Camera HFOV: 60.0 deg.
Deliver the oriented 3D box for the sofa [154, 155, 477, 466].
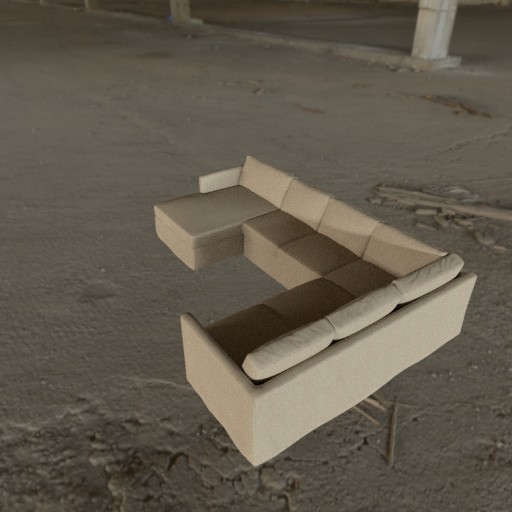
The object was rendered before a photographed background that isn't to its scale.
[{"bbox_3d":[0.000,0.000,4.677,2.476,0.878,3.528,-20,38,-29],"label":"sofa"}]
